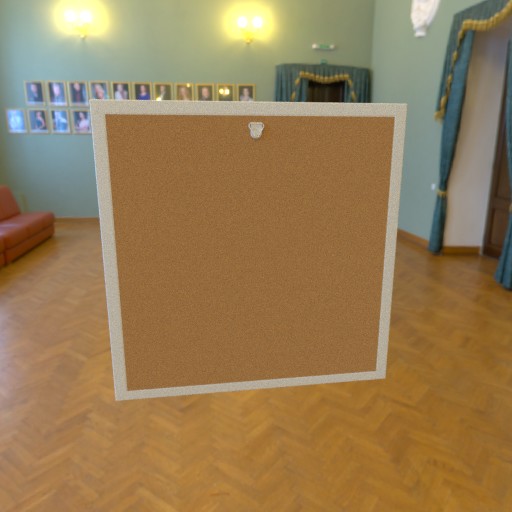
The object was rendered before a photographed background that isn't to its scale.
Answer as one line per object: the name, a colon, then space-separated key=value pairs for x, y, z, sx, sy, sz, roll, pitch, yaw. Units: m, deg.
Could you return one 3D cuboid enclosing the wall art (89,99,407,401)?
wall art: x=0.000 y=0.000 z=1.158 sx=0.761 sy=0.762 sz=0.050 roll=-2 pitch=14 yaw=-9
